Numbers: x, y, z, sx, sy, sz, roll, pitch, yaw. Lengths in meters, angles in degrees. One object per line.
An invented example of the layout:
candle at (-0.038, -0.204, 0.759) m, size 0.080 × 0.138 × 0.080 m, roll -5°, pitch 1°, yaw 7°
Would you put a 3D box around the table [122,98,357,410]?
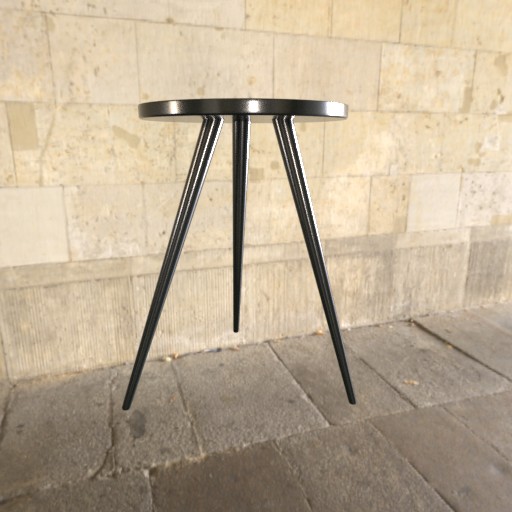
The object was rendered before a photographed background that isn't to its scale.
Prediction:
table at (0.000, 0.000, 0.857) m, size 0.415 × 0.548 × 0.403 m, roll 7°, pitch 17°, yaw 26°
